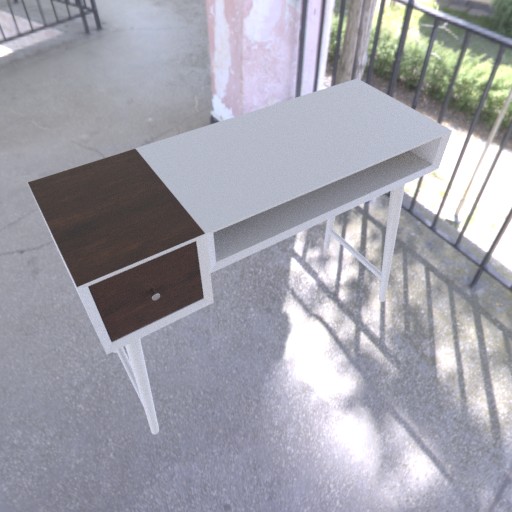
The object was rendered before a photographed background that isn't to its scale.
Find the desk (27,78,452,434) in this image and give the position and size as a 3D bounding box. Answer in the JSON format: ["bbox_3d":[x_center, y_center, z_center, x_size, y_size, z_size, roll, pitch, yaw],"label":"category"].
[{"bbox_3d":[0.000,0.000,1.439,1.069,0.761,0.409,-25,51,-22],"label":"desk"}]
